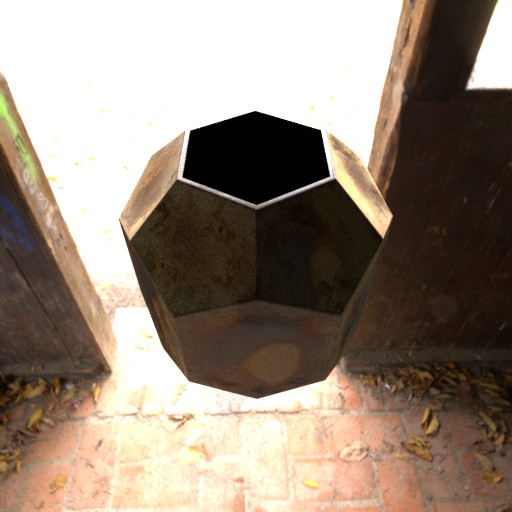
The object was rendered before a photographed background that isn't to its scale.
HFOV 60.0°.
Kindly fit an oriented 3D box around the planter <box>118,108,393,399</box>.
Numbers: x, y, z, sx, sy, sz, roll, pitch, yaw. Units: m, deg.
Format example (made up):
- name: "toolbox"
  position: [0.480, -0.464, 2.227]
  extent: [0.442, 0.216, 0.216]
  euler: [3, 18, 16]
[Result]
- name: "planter"
  position: [0.000, 0.000, 0.430]
  extent: [0.221, 0.238, 0.243]
  euler: [-24, 52, -20]
